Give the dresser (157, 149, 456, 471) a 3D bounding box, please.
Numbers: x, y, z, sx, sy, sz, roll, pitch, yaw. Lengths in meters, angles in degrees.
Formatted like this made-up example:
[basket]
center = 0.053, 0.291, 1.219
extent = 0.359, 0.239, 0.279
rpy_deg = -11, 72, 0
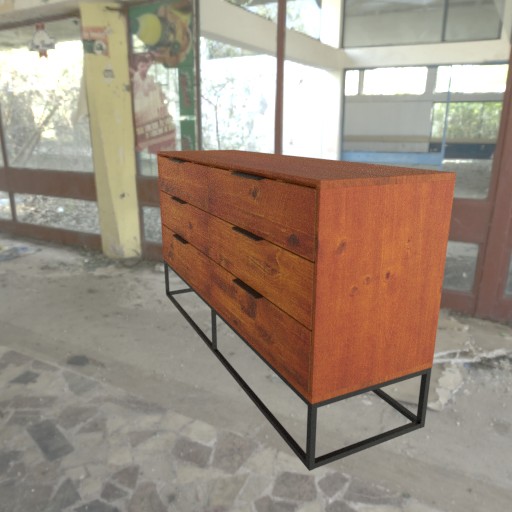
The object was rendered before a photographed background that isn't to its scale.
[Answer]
[dresser]
center = 0.000, 0.000, 1.883
extent = 0.464, 0.810, 1.536
rpy_deg = -8, 18, -25
